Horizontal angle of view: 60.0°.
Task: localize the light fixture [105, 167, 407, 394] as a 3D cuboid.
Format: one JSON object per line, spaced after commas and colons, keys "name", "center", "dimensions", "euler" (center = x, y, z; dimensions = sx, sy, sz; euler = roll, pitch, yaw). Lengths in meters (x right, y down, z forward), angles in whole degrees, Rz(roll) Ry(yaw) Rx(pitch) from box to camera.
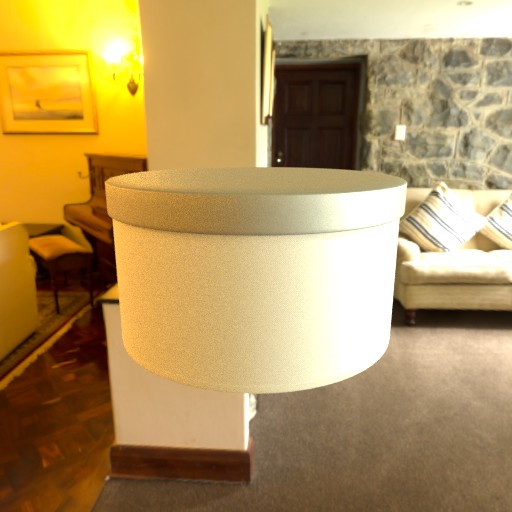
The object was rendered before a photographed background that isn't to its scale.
{"name": "light fixture", "center": [0.000, 0.000, 0.635], "dimensions": [0.393, 0.229, 0.393], "euler": [0, 15, 0]}
